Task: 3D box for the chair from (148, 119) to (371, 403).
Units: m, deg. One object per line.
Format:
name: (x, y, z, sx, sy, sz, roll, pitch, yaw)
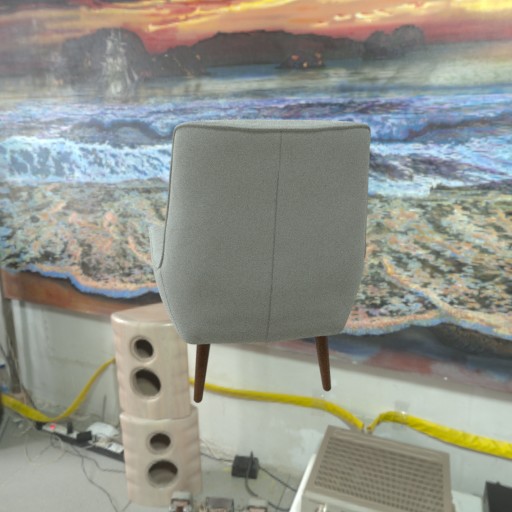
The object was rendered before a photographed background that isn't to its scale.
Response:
chair: (0.000, 0.000, 1.549, 0.787, 0.888, 0.822, -2, 15, -9)
